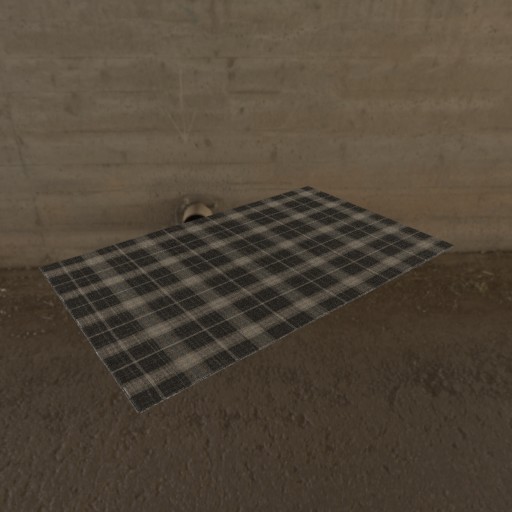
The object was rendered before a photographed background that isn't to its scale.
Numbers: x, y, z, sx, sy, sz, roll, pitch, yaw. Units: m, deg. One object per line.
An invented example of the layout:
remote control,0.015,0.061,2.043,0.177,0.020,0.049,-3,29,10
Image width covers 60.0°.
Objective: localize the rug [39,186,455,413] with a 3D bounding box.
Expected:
rug,0.000,0.000,3.034,2.434,0.015,1.520,-21,36,-32
